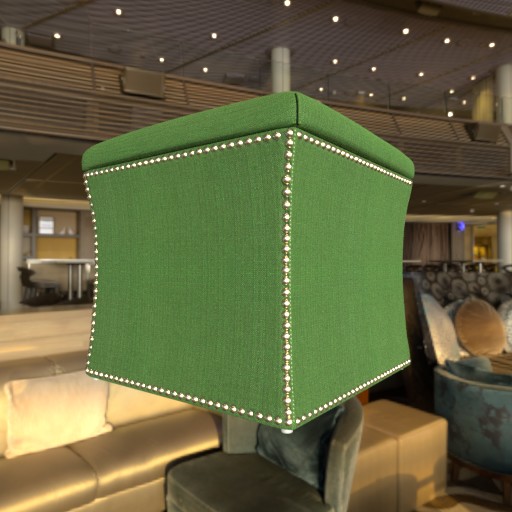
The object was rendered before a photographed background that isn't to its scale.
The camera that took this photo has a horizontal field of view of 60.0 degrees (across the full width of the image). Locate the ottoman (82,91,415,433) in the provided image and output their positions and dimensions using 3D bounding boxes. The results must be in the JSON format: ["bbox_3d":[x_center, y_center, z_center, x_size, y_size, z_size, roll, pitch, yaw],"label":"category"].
[{"bbox_3d":[0.000,0.000,0.893,0.507,0.475,0.497,-1,-1,37],"label":"ottoman"}]
